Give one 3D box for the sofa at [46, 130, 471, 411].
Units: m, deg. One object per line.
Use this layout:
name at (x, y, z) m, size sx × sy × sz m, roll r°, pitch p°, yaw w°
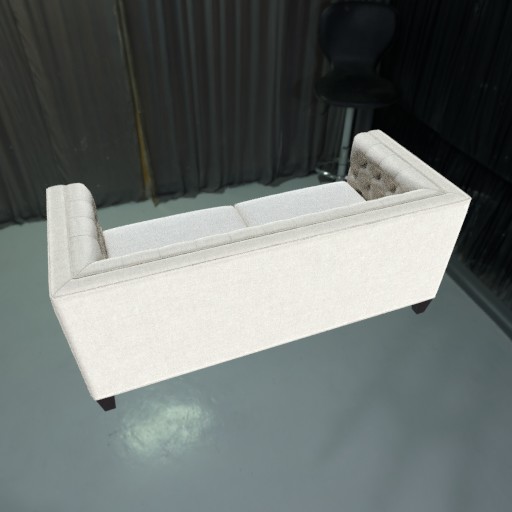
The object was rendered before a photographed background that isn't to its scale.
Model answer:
sofa at (0.000, 0.000, 2.247) m, size 1.778 × 0.762 × 0.775 m, roll -14°, pitch 42°, yaw -15°
